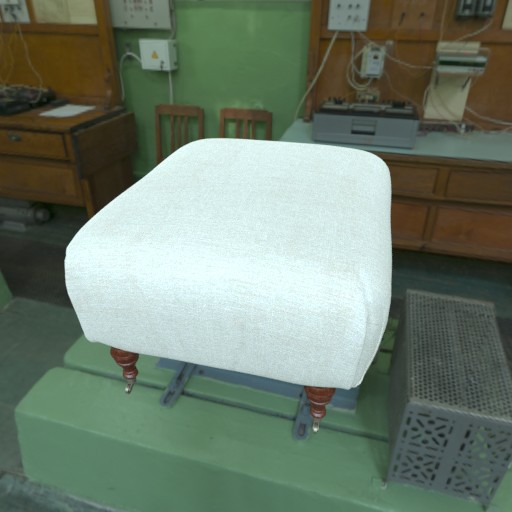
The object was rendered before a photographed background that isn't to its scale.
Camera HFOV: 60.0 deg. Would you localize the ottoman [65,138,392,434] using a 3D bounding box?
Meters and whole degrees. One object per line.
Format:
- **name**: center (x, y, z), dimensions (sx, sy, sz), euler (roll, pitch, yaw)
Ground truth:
- **ottoman**: center (0.000, 0.000, 1.120), dimensions (0.622, 0.450, 0.747), euler (8, 32, 12)
